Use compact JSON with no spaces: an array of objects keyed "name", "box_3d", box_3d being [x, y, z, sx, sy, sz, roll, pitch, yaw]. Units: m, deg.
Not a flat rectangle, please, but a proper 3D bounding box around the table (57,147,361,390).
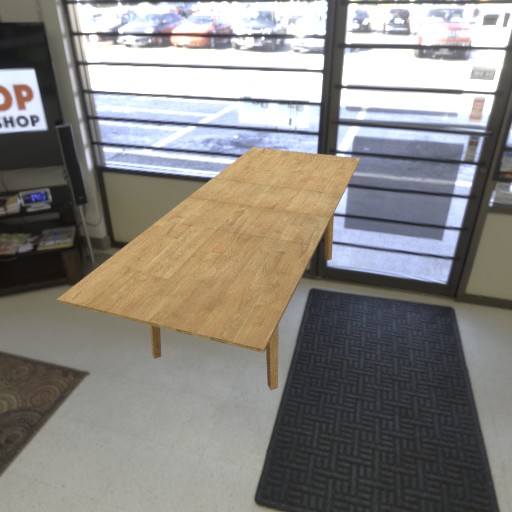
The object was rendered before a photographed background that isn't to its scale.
[{"name":"table","box_3d":[0.000,0.000,3.125,1.000,0.752,2.603,10,31,17]}]
